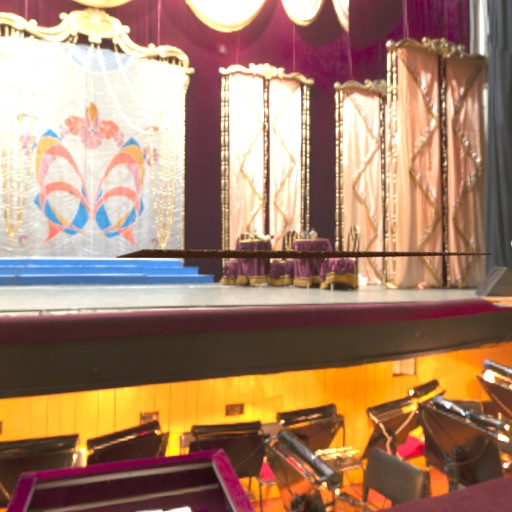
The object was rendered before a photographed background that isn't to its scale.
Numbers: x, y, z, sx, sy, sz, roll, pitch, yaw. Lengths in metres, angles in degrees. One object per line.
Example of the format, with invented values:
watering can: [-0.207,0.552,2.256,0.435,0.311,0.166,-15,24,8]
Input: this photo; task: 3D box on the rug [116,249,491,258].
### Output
rug: [0.000,0.000,4.254,2.448,0.017,3.204,0,-1,-20]
